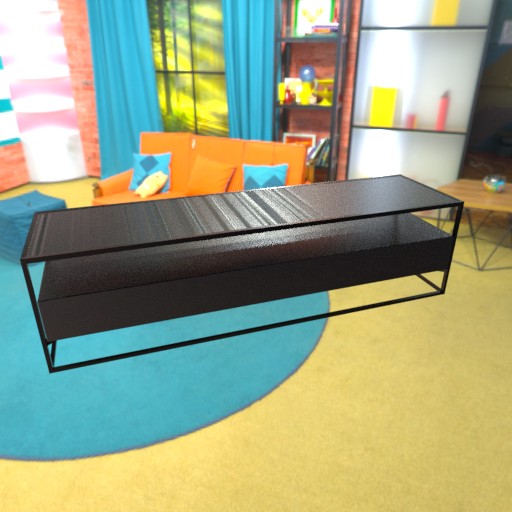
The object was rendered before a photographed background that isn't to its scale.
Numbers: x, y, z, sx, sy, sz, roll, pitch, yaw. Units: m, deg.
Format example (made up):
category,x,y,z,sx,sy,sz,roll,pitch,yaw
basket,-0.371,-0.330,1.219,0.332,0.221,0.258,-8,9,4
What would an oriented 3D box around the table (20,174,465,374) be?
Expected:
category,x,y,z,sx,sy,sz,roll,pitch,yaw
table,0.000,0.000,1.671,1.486,0.395,0.399,-8,27,-17
